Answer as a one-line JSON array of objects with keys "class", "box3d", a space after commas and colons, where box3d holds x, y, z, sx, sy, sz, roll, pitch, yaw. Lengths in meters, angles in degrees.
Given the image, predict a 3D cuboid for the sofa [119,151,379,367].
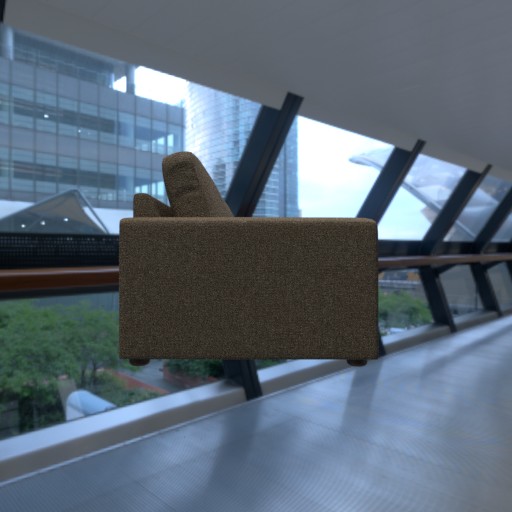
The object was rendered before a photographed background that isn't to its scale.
[{"class": "sofa", "box3d": [0.000, 0.000, 2.741, 1.016, 0.873, 2.179, 0, 0, 0]}]
